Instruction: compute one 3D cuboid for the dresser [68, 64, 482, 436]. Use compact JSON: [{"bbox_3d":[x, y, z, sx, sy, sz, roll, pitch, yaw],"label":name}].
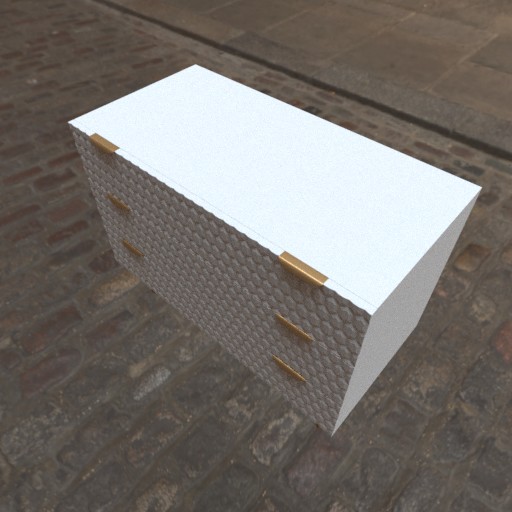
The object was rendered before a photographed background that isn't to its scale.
[{"bbox_3d":[0.000,0.000,1.313,0.905,0.721,0.457,33,55,27],"label":"dresser"}]
